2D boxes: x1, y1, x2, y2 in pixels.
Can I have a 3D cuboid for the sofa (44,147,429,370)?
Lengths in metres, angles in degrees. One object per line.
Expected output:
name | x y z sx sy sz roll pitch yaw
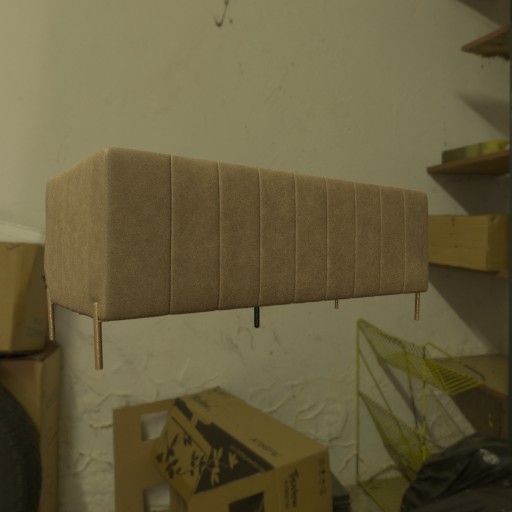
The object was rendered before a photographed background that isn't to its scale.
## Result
sofa | 0.000 0.000 2.393 1.980 0.779 0.876 0 1 -37
